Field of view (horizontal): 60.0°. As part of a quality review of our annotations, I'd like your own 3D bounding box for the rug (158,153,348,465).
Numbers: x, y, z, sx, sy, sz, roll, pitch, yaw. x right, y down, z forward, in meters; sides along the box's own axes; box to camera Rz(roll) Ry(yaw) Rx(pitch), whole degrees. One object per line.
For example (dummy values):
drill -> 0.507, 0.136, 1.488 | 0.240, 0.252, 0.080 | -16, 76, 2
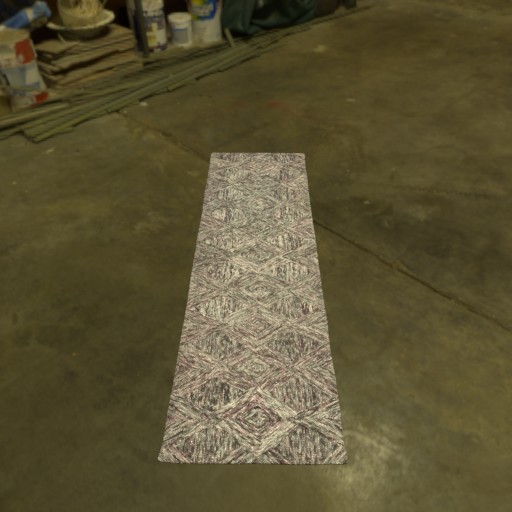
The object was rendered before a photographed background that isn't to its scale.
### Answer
rug -> 0.000, 0.000, 2.504 | 0.719, 0.013, 2.305 | 0, 42, 0
